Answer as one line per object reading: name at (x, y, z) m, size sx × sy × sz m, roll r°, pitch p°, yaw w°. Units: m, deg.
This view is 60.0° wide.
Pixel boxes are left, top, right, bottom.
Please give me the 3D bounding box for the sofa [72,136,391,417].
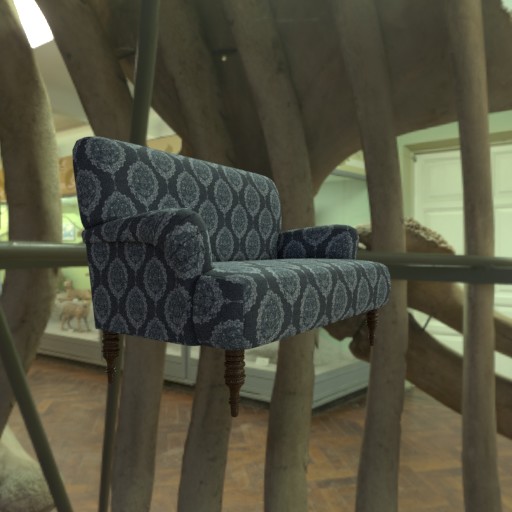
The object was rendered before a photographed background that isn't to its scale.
sofa at (0.000, 0.000, 1.838) m, size 0.779 × 0.867 × 1.297 m, roll 1°, pitch 1°, yaw 35°
